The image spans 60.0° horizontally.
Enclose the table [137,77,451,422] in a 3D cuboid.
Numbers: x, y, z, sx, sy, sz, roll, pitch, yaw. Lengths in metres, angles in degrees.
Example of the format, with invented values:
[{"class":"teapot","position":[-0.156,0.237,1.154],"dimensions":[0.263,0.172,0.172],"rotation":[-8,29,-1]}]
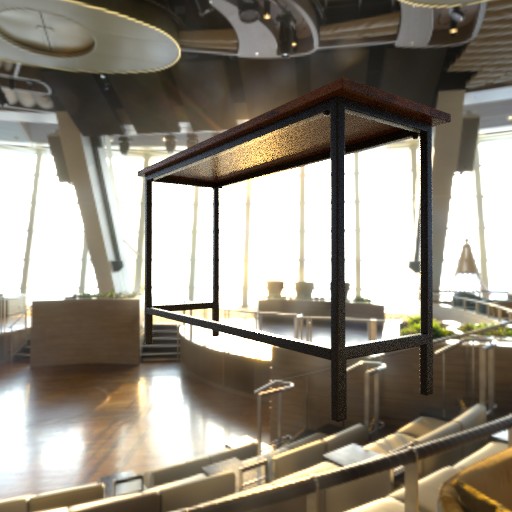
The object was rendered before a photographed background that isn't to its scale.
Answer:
[{"class":"table","position":[0.000,0.000,1.537],"dimensions":[0.408,0.740,1.204],"rotation":[0,-1,-35]}]
